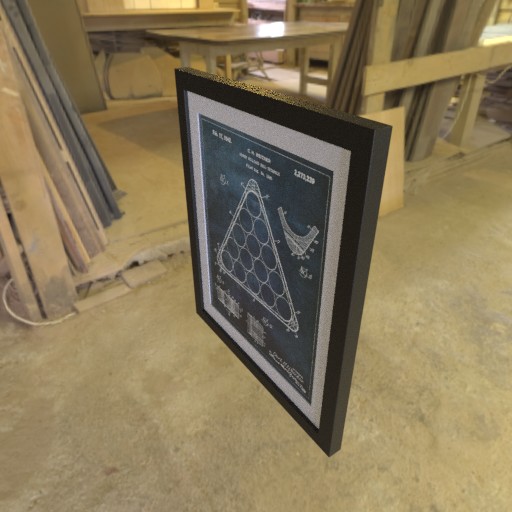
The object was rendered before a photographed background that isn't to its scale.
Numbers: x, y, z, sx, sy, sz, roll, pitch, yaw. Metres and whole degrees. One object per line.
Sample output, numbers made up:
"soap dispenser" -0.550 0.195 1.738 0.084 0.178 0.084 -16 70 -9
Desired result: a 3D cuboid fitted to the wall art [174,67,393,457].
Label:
"wall art" 0.000 0.000 0.711 0.025 0.508 0.432 -20 37 -29
